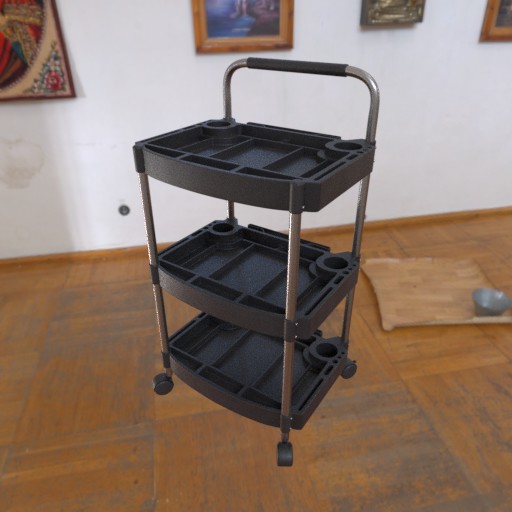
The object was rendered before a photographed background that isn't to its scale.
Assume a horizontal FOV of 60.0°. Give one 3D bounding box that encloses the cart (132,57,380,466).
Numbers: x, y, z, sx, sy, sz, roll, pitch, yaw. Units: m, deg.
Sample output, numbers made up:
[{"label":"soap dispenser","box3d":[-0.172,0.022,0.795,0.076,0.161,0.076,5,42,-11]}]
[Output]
[{"label":"cart","box3d":[0.000,0.000,1.366,0.584,1.075,0.518,19,35,29]}]
